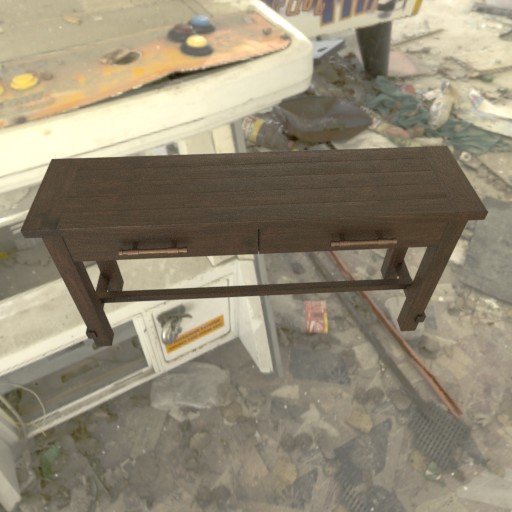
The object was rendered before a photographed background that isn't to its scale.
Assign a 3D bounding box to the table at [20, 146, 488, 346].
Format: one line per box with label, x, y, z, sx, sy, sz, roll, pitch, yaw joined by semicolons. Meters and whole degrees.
table;0.000;0.000;1.916;1.599;0.762;0.442;-2;47;-2
